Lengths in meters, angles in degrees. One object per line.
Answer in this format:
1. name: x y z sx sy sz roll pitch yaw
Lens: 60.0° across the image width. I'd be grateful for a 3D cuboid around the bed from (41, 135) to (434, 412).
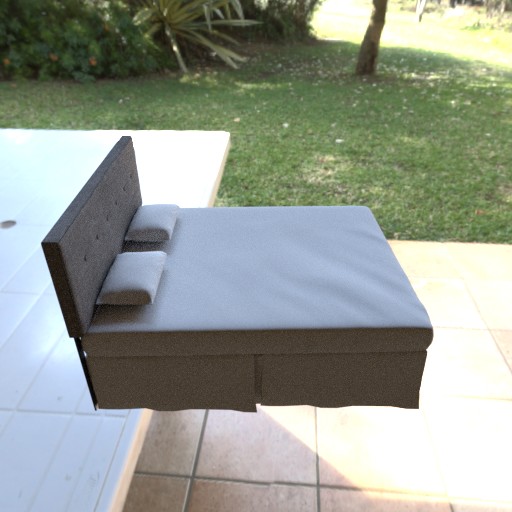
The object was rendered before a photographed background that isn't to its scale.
1. bed: 0.000 0.000 2.970 1.958 1.168 1.621 -1 32 -1
